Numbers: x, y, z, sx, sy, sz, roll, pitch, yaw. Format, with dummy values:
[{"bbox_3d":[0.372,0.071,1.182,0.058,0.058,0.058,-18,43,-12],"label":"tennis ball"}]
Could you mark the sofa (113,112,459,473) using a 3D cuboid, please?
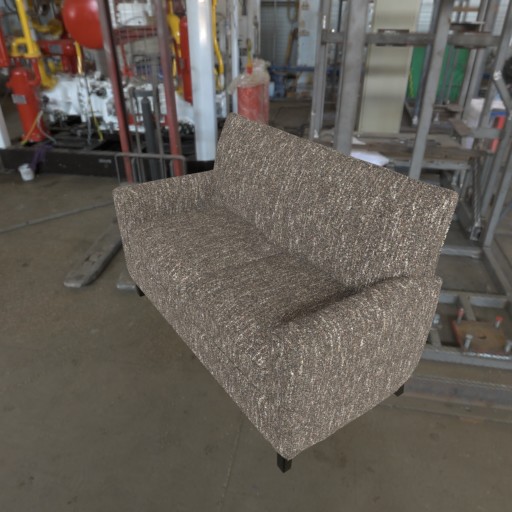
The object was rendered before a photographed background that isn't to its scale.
[{"bbox_3d":[0.000,0.000,2.061,0.801,0.946,1.519,-20,36,-30],"label":"sofa"}]
